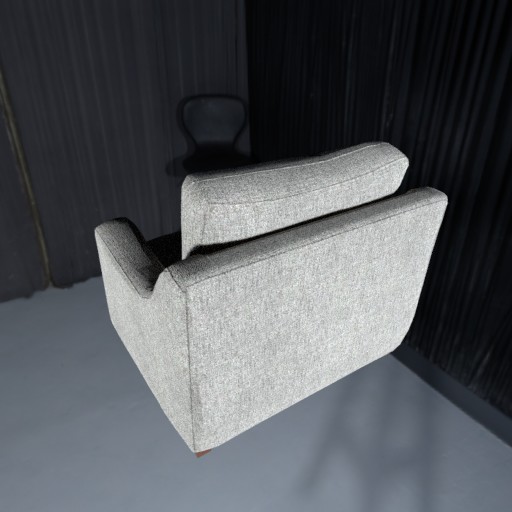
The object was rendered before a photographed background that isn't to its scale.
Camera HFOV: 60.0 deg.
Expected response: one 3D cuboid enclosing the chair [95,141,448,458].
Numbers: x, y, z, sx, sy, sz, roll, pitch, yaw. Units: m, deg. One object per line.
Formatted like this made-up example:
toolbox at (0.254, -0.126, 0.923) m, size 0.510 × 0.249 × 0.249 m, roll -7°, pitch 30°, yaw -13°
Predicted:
chair at (0.000, 0.000, 1.933) m, size 1.138 × 1.037 × 1.009 m, roll -18°, pitch 35°, yaw -28°
